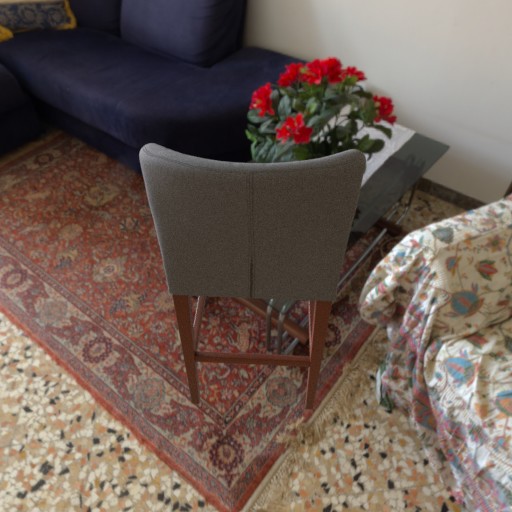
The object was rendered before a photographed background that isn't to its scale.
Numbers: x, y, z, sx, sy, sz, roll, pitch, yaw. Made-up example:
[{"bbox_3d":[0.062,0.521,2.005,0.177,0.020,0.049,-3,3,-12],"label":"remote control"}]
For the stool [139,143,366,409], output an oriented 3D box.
[{"bbox_3d":[0.000,0.000,1.390,0.481,1.069,0.568,2,48,2],"label":"stool"}]
